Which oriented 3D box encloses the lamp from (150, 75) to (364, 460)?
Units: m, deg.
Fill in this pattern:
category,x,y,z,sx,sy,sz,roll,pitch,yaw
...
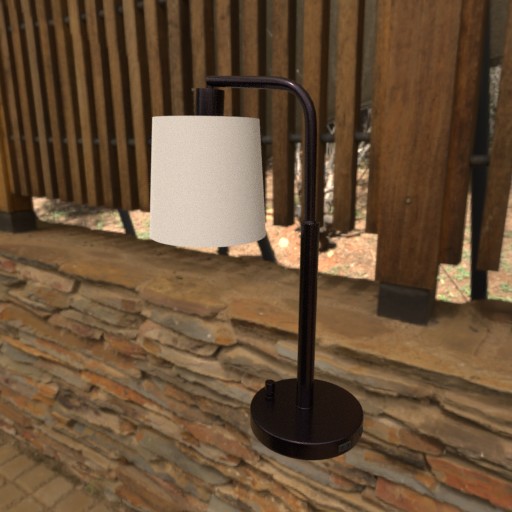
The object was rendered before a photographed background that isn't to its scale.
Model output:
category,x,y,z,sx,sy,sz,roll,pitch,yaw
lamp,0.000,0.000,0.631,0.333,0.489,0.171,8,17,27
